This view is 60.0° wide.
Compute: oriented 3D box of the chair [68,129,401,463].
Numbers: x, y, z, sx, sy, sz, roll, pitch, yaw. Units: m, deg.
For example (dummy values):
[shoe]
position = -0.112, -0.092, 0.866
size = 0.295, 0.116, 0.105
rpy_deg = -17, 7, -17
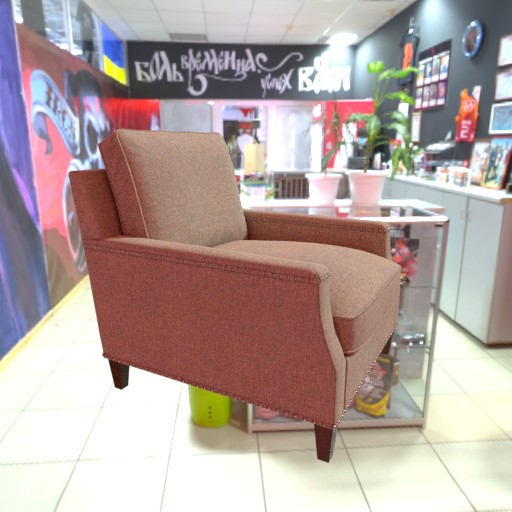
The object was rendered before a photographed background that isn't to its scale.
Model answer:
[chair]
position = 0.000, 0.000, 1.716
size = 1.014, 0.943, 0.853
rpy_deg = 8, 16, 28
